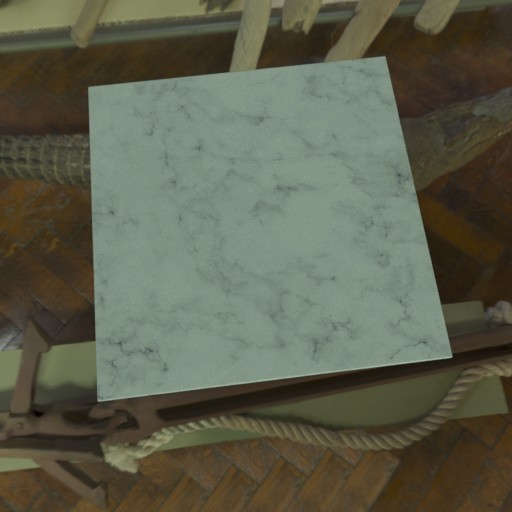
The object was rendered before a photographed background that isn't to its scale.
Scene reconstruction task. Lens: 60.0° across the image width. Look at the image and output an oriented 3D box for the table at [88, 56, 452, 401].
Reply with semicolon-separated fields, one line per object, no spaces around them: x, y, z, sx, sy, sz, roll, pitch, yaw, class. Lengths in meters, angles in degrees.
0.000;0.000;0.853;0.450;0.500;0.450;-7;76;-2;table
